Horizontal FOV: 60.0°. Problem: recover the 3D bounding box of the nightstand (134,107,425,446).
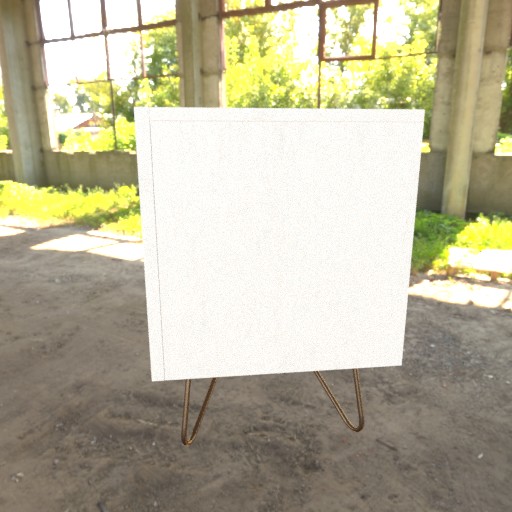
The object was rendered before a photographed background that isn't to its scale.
[{"bbox_3d":[0.000,0.000,1.017,0.447,0.604,0.614,-2,15,-7],"label":"nightstand"}]
